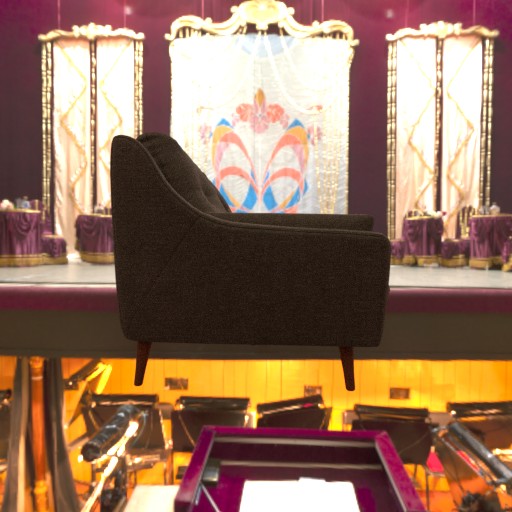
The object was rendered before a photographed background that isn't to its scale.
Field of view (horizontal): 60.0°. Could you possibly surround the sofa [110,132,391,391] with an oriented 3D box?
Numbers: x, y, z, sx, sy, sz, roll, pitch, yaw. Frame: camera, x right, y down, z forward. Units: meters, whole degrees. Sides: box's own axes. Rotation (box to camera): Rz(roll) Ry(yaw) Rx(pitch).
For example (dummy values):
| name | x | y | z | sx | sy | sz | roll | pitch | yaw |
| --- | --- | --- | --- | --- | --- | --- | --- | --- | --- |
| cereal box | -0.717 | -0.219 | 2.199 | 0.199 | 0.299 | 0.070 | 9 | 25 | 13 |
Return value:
| name | x | y | z | sx | sy | sz | roll | pitch | yaw |
| --- | --- | --- | --- | --- | --- | --- | --- | --- | --- |
| sofa | 0.000 | 0.000 | 2.190 | 0.976 | 0.887 | 1.646 | 0 | 2 | 1 |
